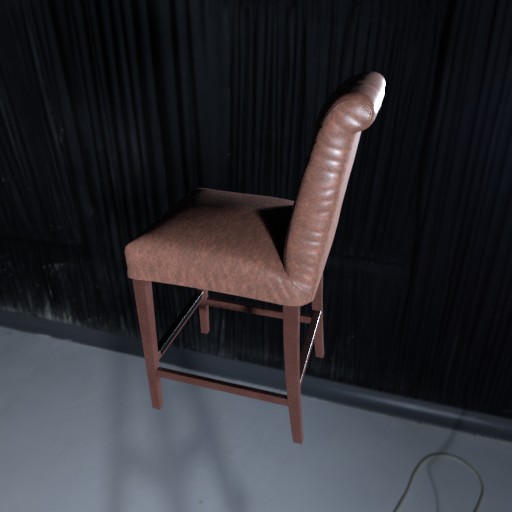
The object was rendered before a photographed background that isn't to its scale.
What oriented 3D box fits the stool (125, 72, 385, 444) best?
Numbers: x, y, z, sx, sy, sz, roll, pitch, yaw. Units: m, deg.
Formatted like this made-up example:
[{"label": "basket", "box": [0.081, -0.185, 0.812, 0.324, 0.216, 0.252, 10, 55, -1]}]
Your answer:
[{"label": "stool", "box": [0.000, 0.000, 1.424, 0.660, 1.084, 0.486, 8, 30, 15]}]
